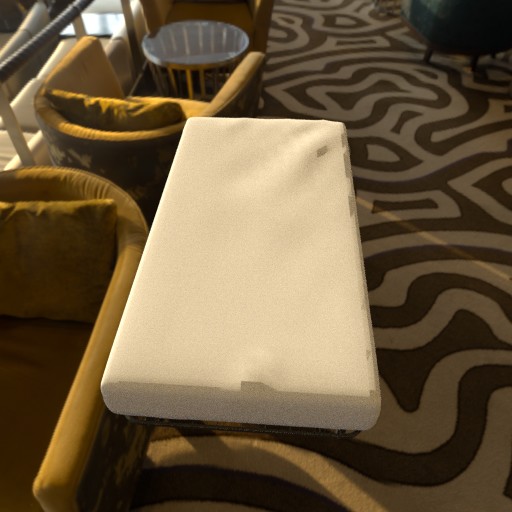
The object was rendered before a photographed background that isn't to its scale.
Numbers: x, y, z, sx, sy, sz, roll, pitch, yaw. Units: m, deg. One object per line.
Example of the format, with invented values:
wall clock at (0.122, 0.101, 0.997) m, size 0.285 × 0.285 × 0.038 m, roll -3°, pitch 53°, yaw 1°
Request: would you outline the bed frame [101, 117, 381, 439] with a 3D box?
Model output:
bed frame at (0.000, 0.000, 2.389) m, size 1.025 × 0.640 × 1.908 m, roll 3°, pitch 47°, yaw 3°
